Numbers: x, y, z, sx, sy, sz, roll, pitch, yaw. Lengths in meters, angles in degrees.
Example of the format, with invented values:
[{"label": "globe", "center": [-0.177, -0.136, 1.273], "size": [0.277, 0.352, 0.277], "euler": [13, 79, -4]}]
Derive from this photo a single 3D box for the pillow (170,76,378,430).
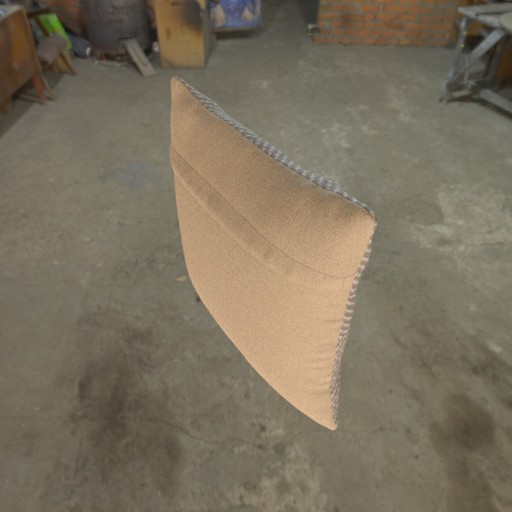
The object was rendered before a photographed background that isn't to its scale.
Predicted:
[{"label": "pillow", "center": [0.000, 0.000, 0.731], "size": [0.181, 0.458, 0.459], "euler": [-24, 47, -24]}]
